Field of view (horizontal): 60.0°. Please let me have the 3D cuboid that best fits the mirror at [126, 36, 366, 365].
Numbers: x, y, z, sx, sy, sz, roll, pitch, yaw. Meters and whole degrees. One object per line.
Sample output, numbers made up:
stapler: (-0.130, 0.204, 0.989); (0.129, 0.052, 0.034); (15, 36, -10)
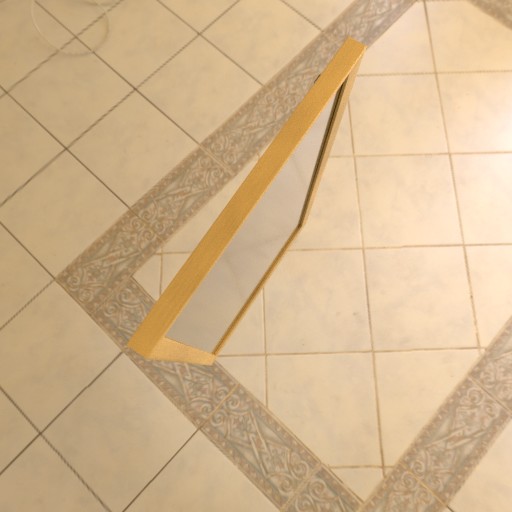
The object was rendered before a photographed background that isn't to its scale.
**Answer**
mirror: (0.000, 0.000, 1.120); (0.040, 0.915, 0.609); (33, 78, 8)
